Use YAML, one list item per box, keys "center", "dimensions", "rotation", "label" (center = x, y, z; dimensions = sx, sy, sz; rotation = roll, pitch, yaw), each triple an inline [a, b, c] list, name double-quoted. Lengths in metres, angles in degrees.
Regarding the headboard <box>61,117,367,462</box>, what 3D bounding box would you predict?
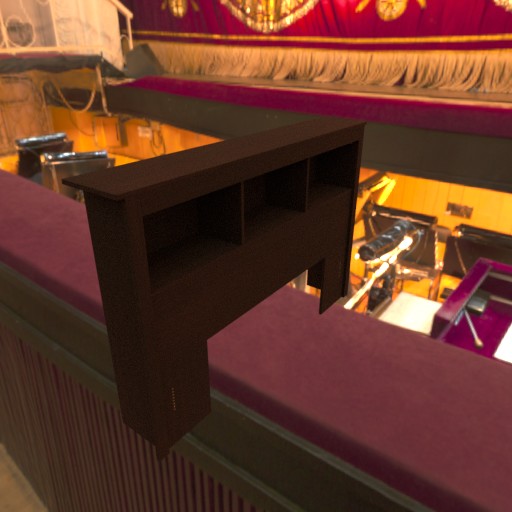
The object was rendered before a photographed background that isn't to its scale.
- center: [0.000, 0.000, 2.158]
  dimensions: [0.279, 1.092, 1.671]
  rotation: [18, 31, 33]
  label: "headboard"
